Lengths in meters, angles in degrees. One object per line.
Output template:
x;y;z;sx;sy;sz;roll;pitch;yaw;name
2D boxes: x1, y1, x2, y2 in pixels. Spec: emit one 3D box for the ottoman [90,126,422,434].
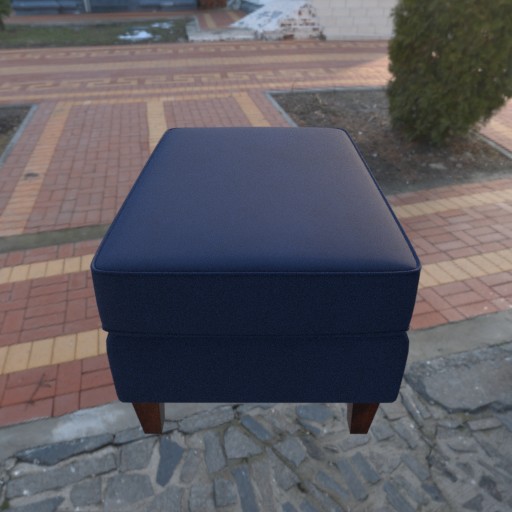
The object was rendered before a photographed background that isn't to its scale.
0.000;0.000;1.389;0.686;0.584;0.965;0;33;0;ottoman
